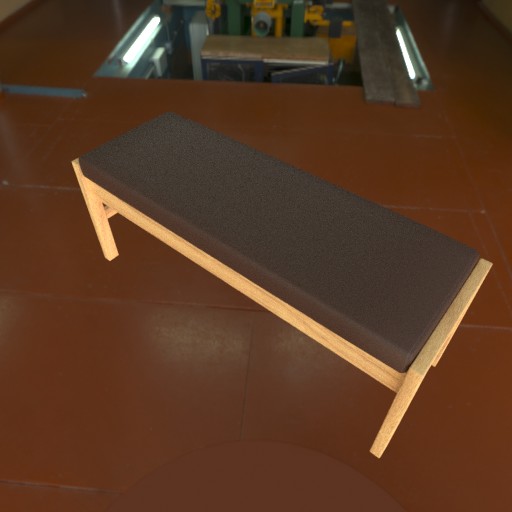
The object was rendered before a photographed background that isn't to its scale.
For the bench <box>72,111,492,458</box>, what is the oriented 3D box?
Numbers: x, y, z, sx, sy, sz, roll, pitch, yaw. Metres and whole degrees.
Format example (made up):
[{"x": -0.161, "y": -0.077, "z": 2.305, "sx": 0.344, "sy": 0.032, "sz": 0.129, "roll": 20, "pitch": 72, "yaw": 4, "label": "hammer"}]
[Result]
[{"x": 0.000, "y": 0.000, "z": 1.410, "sx": 1.200, "sy": 0.480, "sz": 0.405, "roll": 30, "pitch": 53, "yaw": 26, "label": "bench"}]
